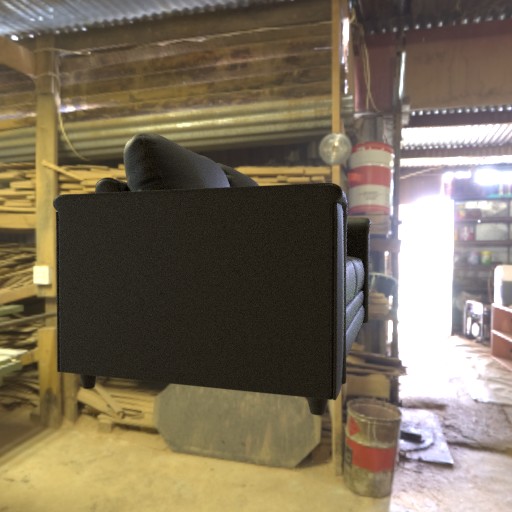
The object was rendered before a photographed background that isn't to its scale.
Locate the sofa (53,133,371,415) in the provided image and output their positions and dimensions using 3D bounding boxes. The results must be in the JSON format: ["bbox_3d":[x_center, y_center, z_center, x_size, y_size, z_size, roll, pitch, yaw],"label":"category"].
[{"bbox_3d":[0.000,0.000,1.895,0.887,0.845,1.386,0,1,17],"label":"sofa"}]
